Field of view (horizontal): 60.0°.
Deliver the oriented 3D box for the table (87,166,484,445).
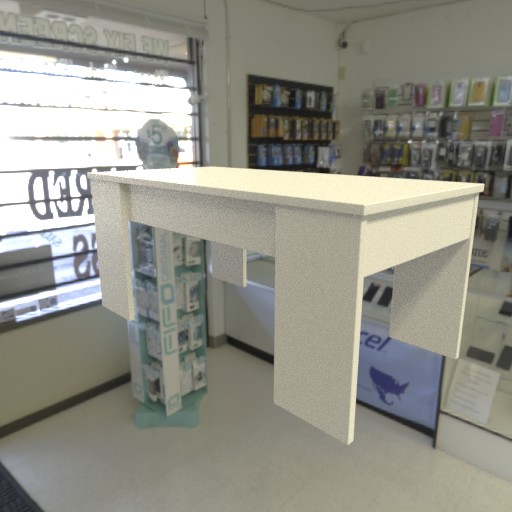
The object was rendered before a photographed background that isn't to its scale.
[{"bbox_3d":[0.000,0.000,1.256,0.500,0.440,1.000,-14,20,-42],"label":"table"}]
